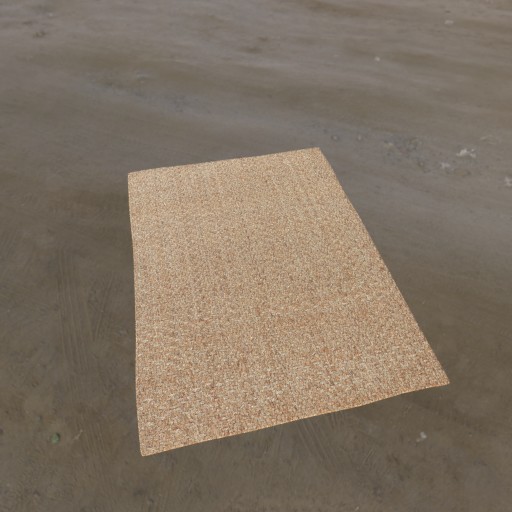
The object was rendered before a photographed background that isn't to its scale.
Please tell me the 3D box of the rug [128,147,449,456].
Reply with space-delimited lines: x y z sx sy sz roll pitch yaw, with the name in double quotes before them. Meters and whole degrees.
"rug" 0.000 0.000 2.801 1.566 0.013 2.141 -10 48 -9
